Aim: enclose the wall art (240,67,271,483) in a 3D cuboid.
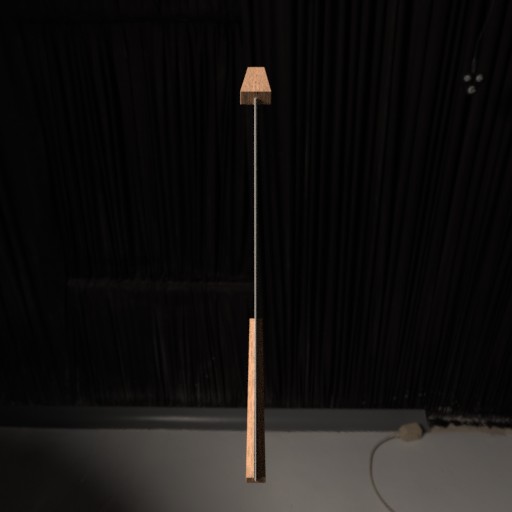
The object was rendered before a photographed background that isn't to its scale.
[{"bbox_3d":[0.000,0.000,0.698,0.028,0.527,0.403,0,26,0],"label":"wall art"}]
